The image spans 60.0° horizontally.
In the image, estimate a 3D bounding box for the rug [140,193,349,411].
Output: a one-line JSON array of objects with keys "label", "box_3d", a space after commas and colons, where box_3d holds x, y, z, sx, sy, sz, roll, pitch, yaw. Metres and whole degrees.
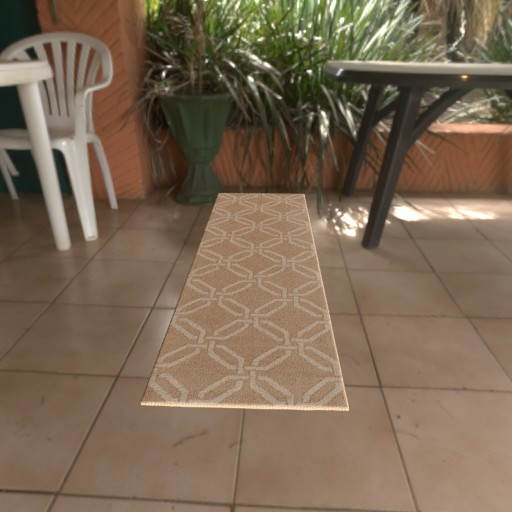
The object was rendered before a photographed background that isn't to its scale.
[{"label": "rug", "box_3d": [0.000, 0.000, 2.458, 0.678, 0.014, 2.276, 1, 25, 2]}]
